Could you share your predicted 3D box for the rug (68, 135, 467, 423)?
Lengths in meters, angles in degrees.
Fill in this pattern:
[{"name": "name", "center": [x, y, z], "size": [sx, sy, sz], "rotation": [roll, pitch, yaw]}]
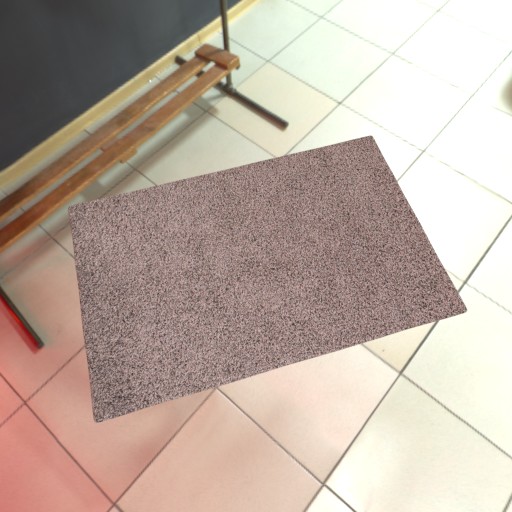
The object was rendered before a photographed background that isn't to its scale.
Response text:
[{"name": "rug", "center": [0.000, 0.000, 3.484], "size": [2.743, 0.030, 1.778], "rotation": [-15, 64, -7]}]
